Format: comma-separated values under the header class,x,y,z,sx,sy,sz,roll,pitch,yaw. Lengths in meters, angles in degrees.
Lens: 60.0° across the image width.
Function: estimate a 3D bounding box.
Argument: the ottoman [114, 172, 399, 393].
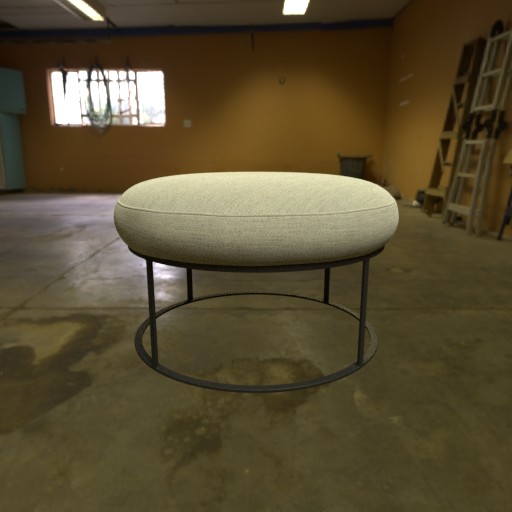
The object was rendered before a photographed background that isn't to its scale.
class,x,y,z,sx,sy,sz,roll,pitch,yaw
ottoman,0.000,0.000,1.277,0.769,0.459,0.769,0,14,0
